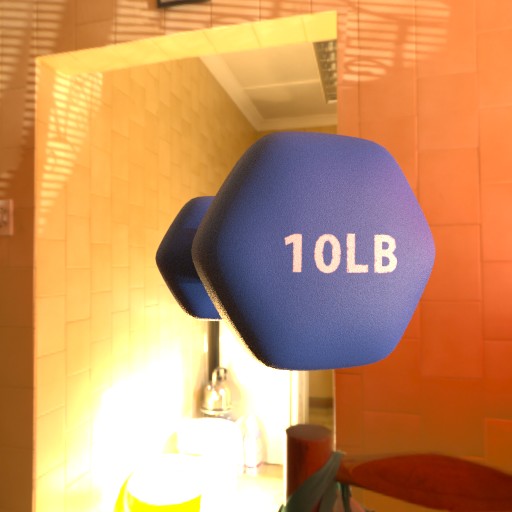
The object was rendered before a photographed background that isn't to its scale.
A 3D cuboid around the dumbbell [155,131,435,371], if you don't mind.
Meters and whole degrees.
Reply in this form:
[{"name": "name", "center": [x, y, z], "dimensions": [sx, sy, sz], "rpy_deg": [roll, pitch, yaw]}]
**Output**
[{"name": "dumbbell", "center": [0.000, 0.000, 0.260], "dimensions": [0.103, 0.093, 0.212], "rpy_deg": [0, -1, -17]}]
